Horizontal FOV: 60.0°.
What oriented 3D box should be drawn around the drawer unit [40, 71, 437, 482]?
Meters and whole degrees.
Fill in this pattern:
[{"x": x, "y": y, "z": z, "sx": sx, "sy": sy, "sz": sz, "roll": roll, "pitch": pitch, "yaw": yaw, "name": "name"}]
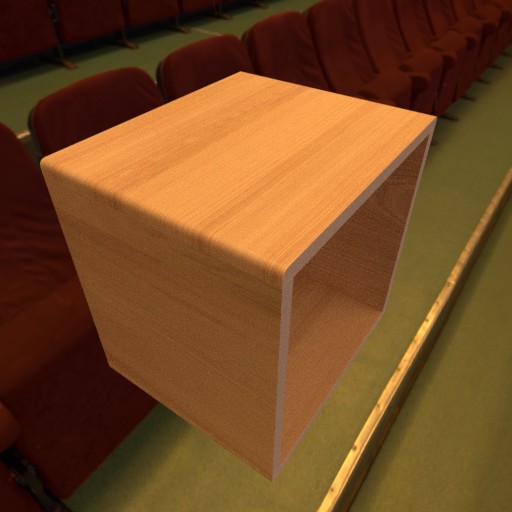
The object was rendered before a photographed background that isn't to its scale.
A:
[{"x": 0.000, "y": 0.000, "z": 0.596, "sx": 0.290, "sy": 0.344, "sz": 0.344, "roll": 24, "pitch": 46, "yaw": 26, "name": "drawer unit"}]
